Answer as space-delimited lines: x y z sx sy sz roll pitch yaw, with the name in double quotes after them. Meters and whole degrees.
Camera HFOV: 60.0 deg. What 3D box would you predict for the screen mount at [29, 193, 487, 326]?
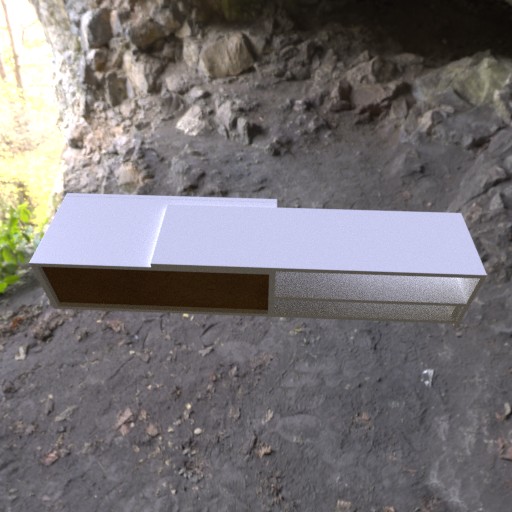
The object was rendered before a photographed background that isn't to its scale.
0.000 0.000 1.876 1.680 0.320 0.420 2 46 2 "screen mount"
